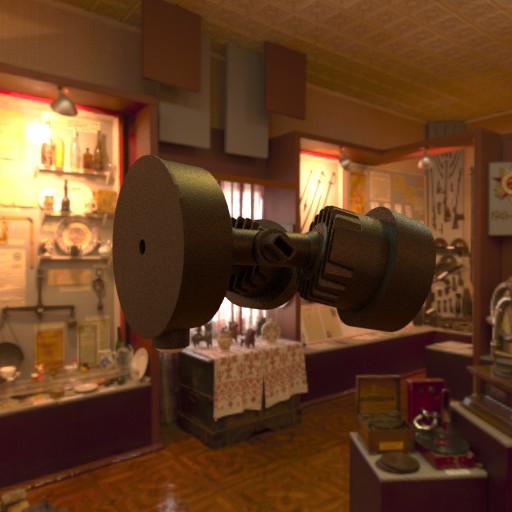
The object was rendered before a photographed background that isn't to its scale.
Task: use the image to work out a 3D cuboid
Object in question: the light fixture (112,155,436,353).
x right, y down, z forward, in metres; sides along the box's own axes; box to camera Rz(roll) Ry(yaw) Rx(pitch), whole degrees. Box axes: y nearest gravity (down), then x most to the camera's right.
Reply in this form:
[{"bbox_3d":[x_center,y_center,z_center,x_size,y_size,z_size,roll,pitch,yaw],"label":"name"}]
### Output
[{"bbox_3d":[0.000,0.000,0.314,0.168,0.120,0.213,0,1,-36],"label":"light fixture"}]
